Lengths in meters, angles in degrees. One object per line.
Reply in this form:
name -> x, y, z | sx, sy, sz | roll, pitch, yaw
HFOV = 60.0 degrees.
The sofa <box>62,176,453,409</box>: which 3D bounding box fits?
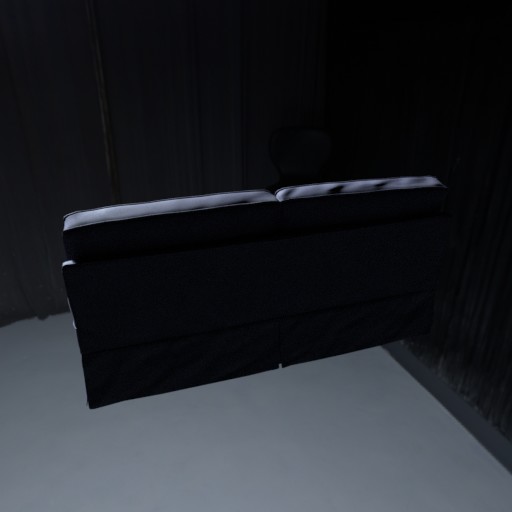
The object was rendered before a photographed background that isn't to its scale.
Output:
sofa -> 0.000, 0.000, 2.888 | 2.256, 1.094, 0.983 | -8, 27, -17
